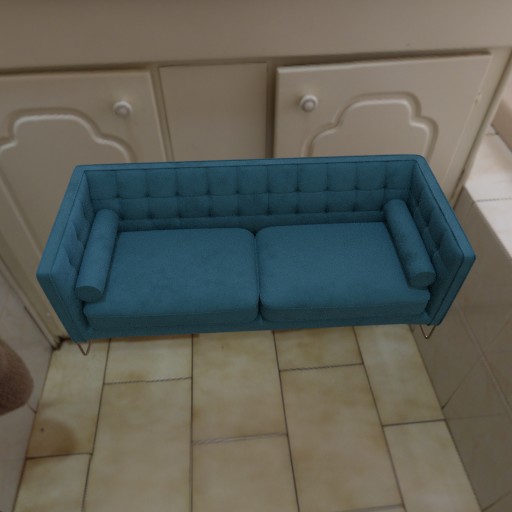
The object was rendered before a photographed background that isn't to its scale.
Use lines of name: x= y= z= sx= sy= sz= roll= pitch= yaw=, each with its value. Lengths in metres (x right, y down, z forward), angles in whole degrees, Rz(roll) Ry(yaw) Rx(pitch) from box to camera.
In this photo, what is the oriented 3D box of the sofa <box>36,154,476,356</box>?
sofa: x=0.000 y=0.000 z=2.607 sx=2.087 sy=0.789 sz=0.867 roll=-2 pitch=47 yaw=-2
